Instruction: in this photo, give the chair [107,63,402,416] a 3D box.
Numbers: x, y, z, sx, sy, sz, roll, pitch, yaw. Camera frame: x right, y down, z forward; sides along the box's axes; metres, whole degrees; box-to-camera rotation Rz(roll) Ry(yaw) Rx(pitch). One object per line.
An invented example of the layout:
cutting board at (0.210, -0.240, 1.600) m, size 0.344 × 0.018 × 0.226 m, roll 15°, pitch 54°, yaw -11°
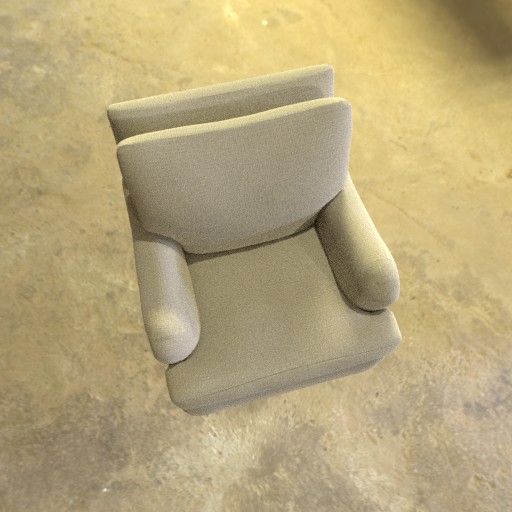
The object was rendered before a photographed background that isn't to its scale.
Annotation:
chair at (0.000, 0.000, 1.873) m, size 0.955 × 1.038 × 1.070 m, roll -13°, pitch 64°, yaw -7°
